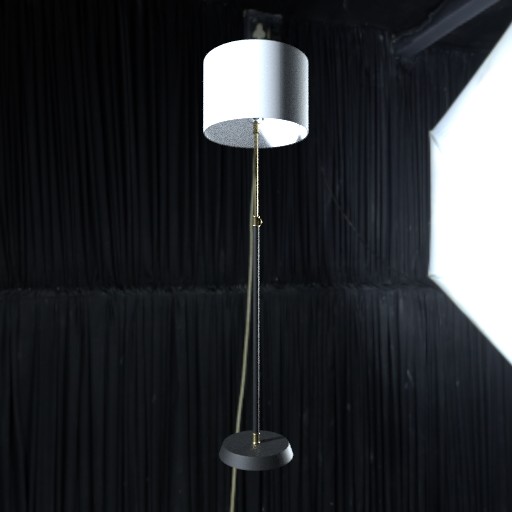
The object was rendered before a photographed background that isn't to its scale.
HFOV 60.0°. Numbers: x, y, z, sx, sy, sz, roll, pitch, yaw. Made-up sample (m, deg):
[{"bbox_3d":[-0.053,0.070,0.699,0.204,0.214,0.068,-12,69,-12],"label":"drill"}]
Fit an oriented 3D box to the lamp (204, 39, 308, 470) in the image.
[{"bbox_3d":[0.000,0.000,1.716,0.404,1.517,0.404,0,-1,-18],"label":"lamp"}]
